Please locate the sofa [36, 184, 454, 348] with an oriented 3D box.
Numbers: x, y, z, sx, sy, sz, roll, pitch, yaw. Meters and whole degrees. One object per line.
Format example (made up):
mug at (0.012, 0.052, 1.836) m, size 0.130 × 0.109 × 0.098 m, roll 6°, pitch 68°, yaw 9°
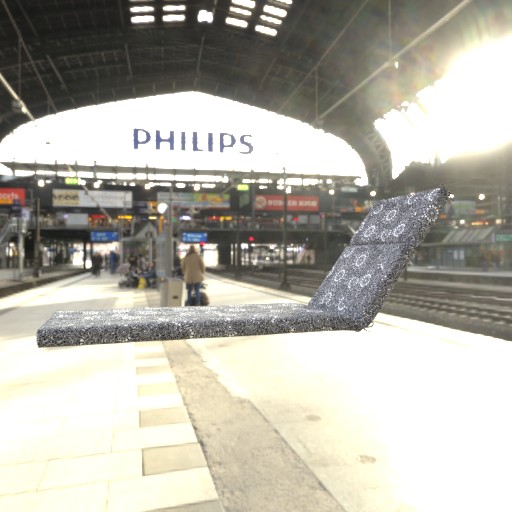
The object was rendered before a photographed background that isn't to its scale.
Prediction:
sofa at (0.000, 0.000, 1.927) m, size 1.663 × 0.622 × 0.582 m, roll 0°, pitch 0°, yaw -18°
